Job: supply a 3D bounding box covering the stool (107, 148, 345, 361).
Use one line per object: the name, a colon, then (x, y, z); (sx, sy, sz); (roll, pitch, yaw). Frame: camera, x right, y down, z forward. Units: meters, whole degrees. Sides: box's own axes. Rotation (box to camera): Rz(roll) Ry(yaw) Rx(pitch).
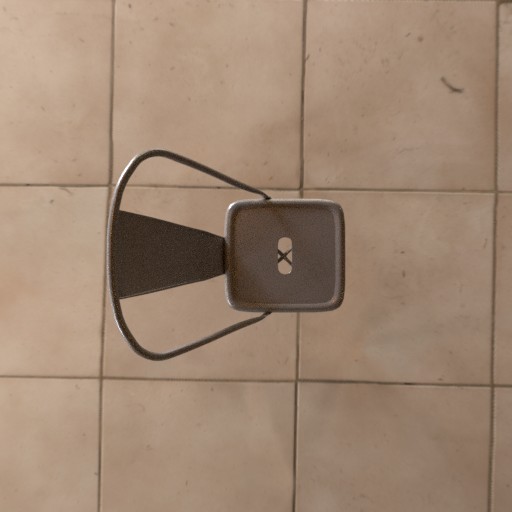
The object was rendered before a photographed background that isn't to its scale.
stool: (0.000, 0.000, 1.307); (0.513, 1.096, 0.399); (0, 90, 0)
